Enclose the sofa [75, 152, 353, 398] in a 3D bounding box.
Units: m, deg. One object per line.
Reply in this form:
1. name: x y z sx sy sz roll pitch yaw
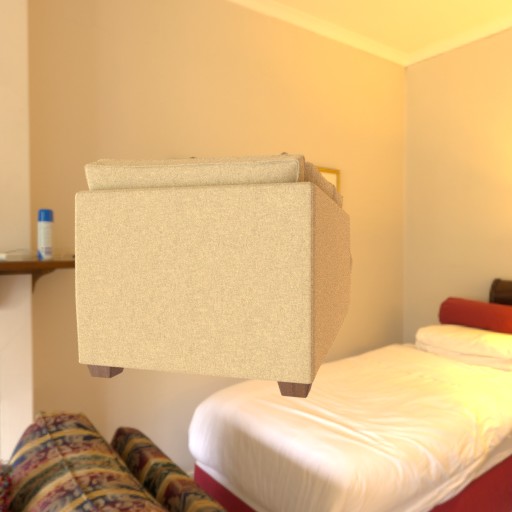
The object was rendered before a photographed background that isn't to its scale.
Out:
1. sofa: 0.000 0.000 2.870 1.110 1.033 2.237 0 2 16
